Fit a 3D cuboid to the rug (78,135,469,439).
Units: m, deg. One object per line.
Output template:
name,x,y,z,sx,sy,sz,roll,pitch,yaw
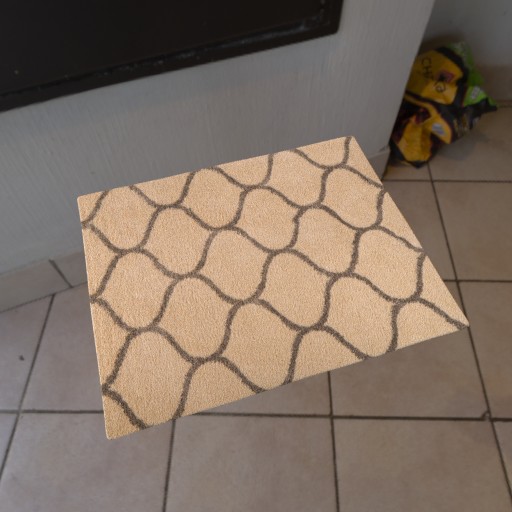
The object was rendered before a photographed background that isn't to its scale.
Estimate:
rug,0.000,0.000,4.060,3.000,0.026,2.399,-15,59,-9
